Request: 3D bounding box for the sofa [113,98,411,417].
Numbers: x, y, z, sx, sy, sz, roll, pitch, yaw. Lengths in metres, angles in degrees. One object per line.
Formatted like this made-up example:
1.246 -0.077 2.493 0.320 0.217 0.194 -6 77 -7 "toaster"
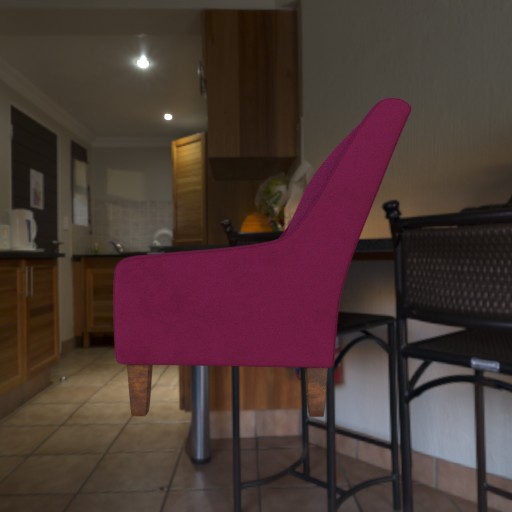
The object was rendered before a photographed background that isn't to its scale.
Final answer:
0.000 0.000 1.937 0.946 0.976 1.242 0 1 1 "sofa"
